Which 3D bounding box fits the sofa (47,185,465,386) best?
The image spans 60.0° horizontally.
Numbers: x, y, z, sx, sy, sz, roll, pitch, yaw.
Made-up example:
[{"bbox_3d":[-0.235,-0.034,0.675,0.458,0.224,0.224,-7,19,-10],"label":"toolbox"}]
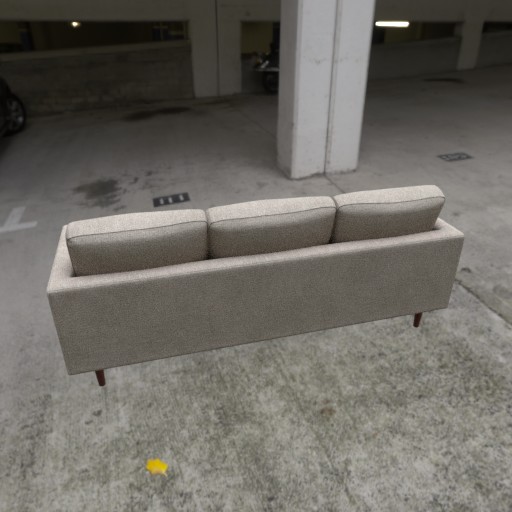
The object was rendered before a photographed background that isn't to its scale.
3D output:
[{"bbox_3d":[0.000,0.000,2.722,2.246,0.930,0.903,-7,29,-14],"label":"sofa"}]
